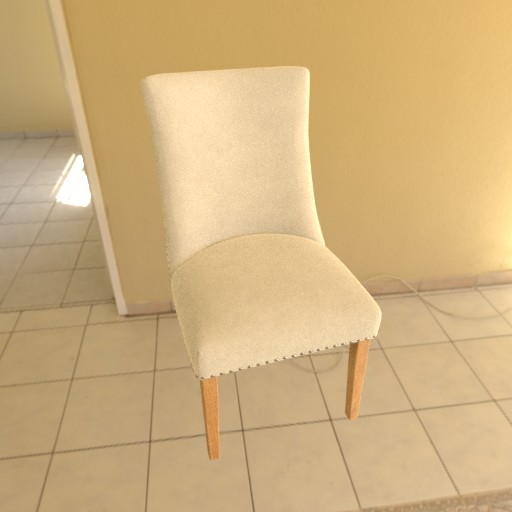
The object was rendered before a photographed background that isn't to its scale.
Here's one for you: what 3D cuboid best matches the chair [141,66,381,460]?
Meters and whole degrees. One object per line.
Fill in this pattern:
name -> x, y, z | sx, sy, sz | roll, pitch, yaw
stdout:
chair -> 0.000, 0.000, 1.259 | 0.495, 0.902, 0.610 | -10, 34, -15
